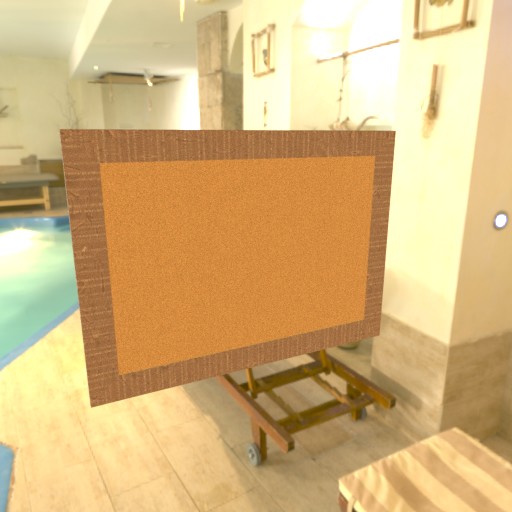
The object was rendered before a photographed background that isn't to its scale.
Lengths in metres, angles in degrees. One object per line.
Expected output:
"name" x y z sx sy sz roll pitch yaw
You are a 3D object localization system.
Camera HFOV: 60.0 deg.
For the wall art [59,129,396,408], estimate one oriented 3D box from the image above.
"wall art" 0.000 0.000 1.392 1.056 0.761 0.020 -7 17 -25
